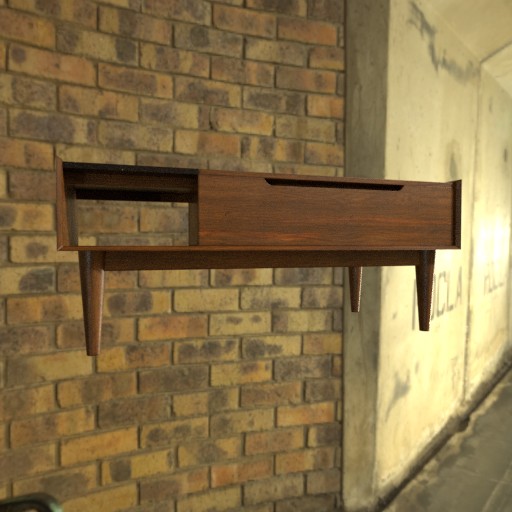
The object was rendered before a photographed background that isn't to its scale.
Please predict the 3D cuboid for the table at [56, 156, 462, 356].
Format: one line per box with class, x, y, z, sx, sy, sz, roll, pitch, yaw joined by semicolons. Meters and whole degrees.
table;0.000;0.000;1.558;1.221;0.508;0.610;0;1;-18
